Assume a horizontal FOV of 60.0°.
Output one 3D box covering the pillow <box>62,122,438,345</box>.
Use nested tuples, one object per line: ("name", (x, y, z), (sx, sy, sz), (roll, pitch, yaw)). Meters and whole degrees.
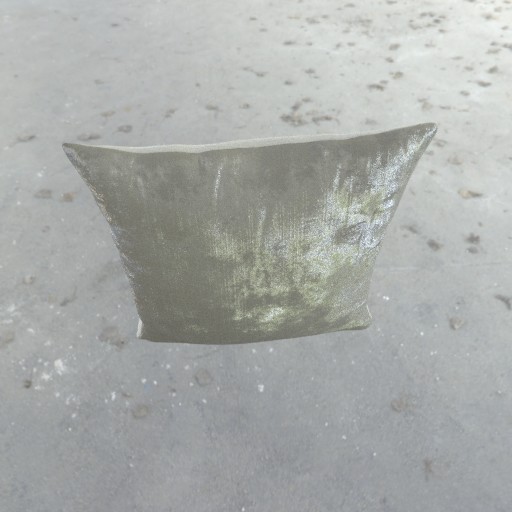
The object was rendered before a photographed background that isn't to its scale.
("pillow", (0.000, 0.000, 0.717), (0.470, 0.464, 0.175), (-4, 47, -4))
